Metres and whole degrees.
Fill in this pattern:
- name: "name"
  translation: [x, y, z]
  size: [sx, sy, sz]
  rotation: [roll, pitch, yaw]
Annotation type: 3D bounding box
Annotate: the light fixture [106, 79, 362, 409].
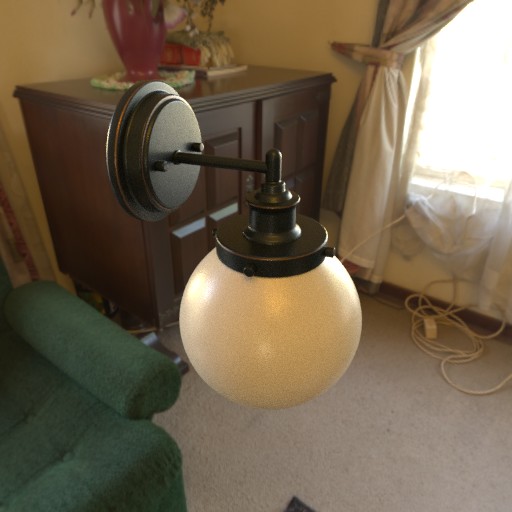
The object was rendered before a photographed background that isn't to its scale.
- name: "light fixture"
  translation: [0.000, 0.000, 0.460]
  size: [0.230, 0.332, 0.197]
  rotation: [10, 30, 19]
